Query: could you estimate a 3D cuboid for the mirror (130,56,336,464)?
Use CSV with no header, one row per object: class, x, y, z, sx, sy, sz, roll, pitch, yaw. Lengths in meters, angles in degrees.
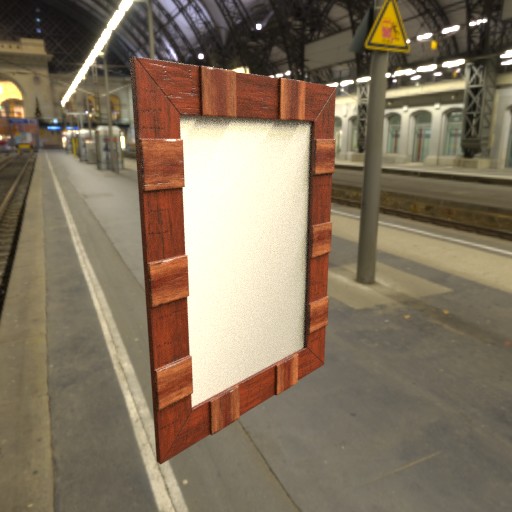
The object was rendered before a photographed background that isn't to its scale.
mirror,0.000,0.000,1.056,0.021,0.805,0.600,14,20,42
